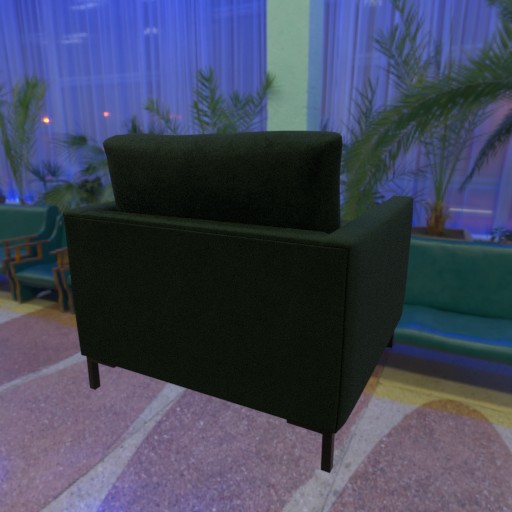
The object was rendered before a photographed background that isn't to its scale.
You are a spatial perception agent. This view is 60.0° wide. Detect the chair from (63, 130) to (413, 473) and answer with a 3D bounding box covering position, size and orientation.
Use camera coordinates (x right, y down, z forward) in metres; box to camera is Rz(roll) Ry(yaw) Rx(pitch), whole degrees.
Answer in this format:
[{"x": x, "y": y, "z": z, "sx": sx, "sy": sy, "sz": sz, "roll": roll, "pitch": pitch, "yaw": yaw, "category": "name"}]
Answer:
[{"x": 0.000, "y": 0.000, "z": 1.596, "sx": 0.963, "sy": 0.861, "sz": 0.866, "roll": 8, "pitch": 17, "yaw": 27, "category": "chair"}]
